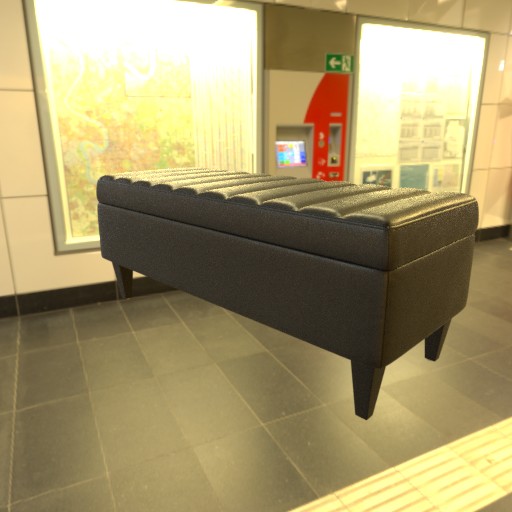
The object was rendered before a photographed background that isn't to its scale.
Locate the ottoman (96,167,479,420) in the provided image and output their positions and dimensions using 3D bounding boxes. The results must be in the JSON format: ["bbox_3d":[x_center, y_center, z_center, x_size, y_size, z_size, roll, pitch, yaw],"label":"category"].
[{"bbox_3d":[0.000,0.000,1.398,1.151,0.469,0.482,15,22,42],"label":"ottoman"}]
